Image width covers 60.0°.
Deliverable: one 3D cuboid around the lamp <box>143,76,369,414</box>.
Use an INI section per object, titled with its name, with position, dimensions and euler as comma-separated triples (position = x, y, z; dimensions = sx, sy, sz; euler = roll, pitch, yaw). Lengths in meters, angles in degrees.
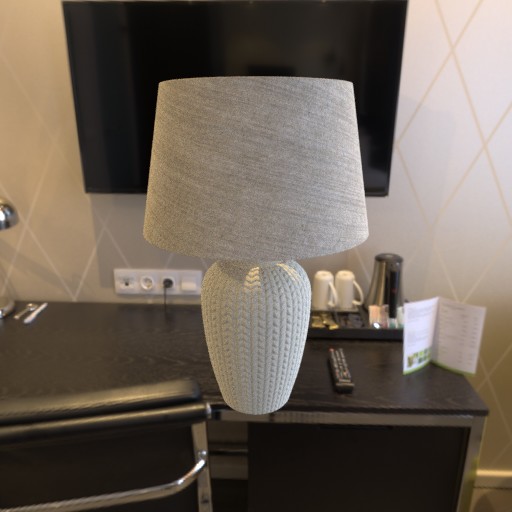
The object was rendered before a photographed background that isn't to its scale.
[lamp]
position = 0.000, 0.000, 0.804
dimensions = 0.390, 0.580, 0.390
euler = 0, 17, 0
